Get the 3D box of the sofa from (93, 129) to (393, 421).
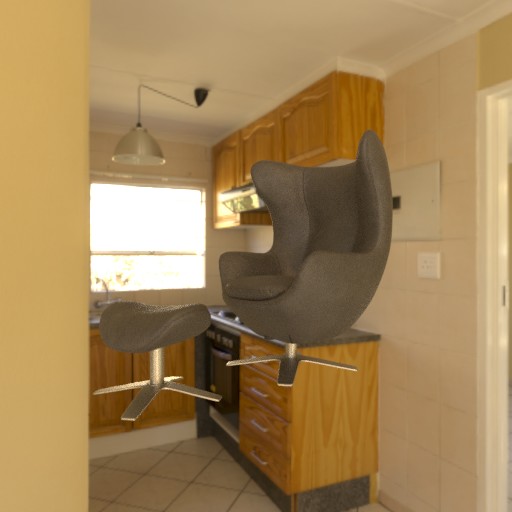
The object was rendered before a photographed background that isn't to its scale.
[{"bbox_3d":[0.000,0.000,2.121,1.444,1.135,0.894,0,0,-36],"label":"sofa"}]
